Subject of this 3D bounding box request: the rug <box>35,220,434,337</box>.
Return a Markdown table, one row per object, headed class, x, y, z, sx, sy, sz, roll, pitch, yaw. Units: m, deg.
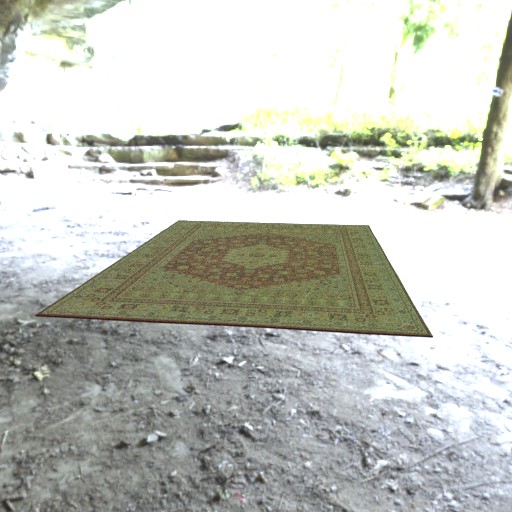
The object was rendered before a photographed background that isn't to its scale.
| class | x | y | z | sx | sy | sz | roll | pitch | yaw |
| --- | --- | --- | --- | --- | --- | --- | --- | --- | --- |
| rug | 0.000 | 0.000 | 4.069 | 2.387 | 0.013 | 3.053 | 2 | 16 | 7 |
